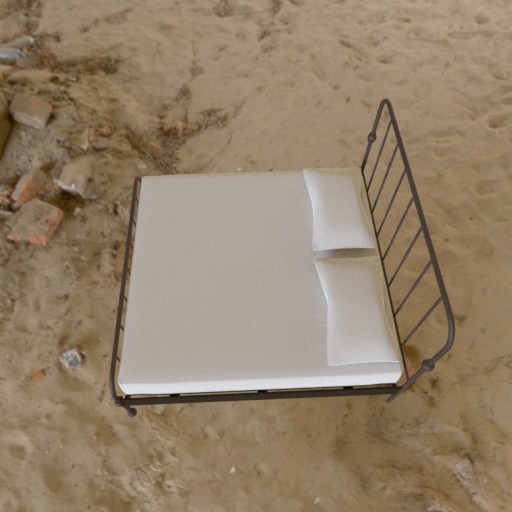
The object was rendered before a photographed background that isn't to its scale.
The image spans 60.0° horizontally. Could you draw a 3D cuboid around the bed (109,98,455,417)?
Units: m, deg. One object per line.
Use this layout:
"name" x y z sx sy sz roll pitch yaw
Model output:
"bed" 0.000 0.000 3.447 2.134 1.446 2.044 -2 59 -1
